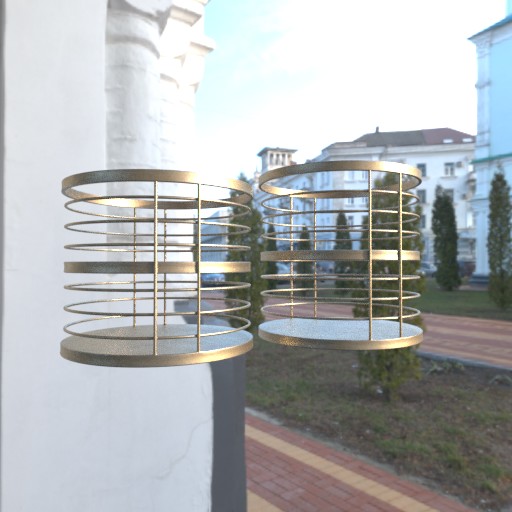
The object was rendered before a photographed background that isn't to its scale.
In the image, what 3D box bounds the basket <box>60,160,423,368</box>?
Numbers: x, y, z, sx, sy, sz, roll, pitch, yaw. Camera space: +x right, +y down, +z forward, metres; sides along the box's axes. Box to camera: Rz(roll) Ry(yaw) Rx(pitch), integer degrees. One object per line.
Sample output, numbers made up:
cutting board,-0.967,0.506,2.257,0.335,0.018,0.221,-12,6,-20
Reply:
basket,0.000,0.000,0.925,0.746,0.351,0.356,0,-1,-20
